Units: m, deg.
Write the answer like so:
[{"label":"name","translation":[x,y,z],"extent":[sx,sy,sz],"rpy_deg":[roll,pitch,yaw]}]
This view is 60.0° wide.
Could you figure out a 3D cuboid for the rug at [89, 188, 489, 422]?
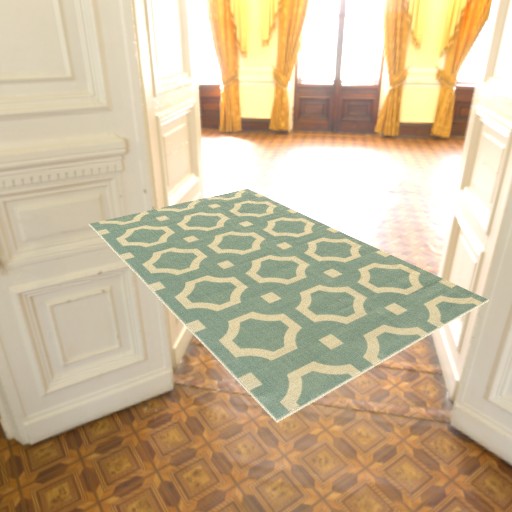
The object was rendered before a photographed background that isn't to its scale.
[{"label":"rug","translation":[0.000,0.000,3.015],"extent":[1.528,0.015,2.443],"rpy_deg":[-18,32,-31]}]
